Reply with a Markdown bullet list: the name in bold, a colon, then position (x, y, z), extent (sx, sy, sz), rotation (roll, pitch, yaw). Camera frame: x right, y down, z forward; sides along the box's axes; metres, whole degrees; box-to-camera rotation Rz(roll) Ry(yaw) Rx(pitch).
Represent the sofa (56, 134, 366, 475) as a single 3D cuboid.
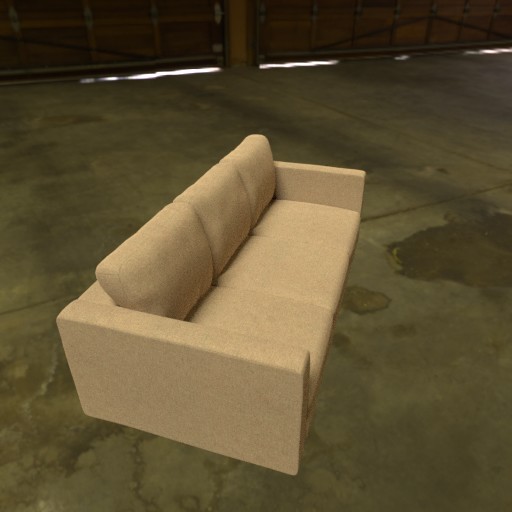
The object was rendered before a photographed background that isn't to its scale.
- **sofa**: position (0.000, 0.000, 2.314), extent (0.930, 0.800, 1.855), rotation (9, 32, 15)
